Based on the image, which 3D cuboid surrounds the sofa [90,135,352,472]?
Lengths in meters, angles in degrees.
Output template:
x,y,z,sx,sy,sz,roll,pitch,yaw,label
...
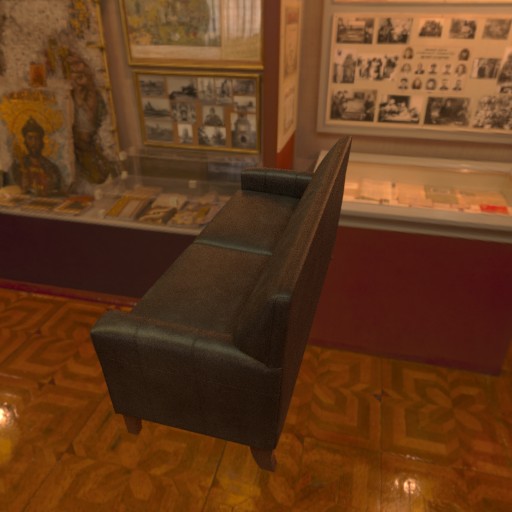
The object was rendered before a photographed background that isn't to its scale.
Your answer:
x,y,z,sx,sy,sz,roll,pitch,yaw,label
0.000,0.000,2.523,0.805,0.947,2.053,8,30,14,sofa
